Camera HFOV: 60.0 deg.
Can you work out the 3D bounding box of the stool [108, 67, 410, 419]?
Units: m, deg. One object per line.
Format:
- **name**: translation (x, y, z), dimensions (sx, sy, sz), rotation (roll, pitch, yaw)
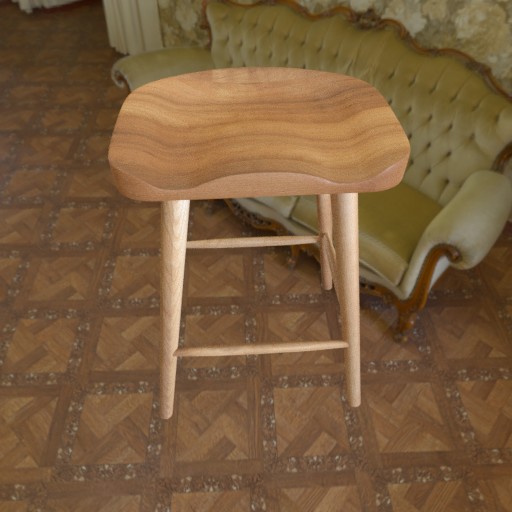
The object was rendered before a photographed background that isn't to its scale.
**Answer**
- **stool**: translation (0.000, 0.000, 0.870), dimensions (0.440, 0.615, 0.361), rotation (-3, 46, -3)
